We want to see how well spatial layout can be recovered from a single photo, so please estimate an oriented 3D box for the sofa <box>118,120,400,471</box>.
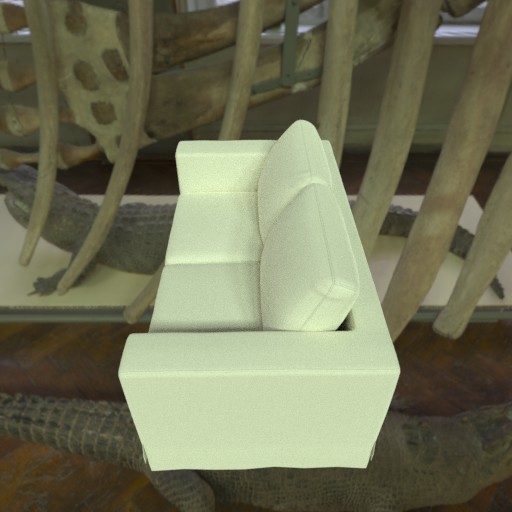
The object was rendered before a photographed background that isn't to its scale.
[{"bbox_3d":[0.000,0.000,2.343,1.009,0.932,1.813,-1,40,-1],"label":"sofa"}]
